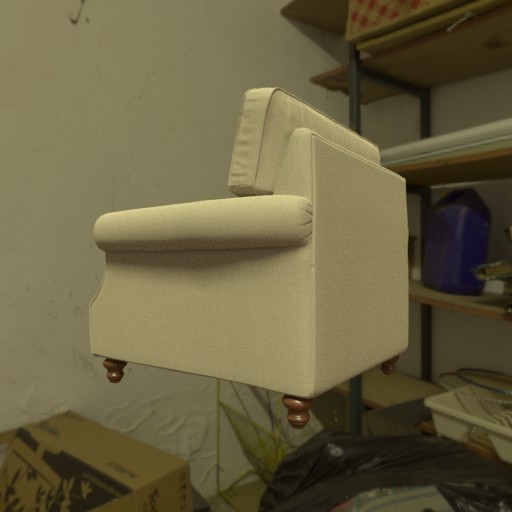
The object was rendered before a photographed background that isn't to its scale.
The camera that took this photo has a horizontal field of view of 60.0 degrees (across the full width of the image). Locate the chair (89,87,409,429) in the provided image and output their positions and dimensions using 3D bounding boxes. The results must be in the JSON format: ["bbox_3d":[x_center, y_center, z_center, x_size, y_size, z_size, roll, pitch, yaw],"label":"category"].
[{"bbox_3d":[0.000,0.000,1.759,0.966,0.967,1.029,-1,-1,36],"label":"chair"}]
